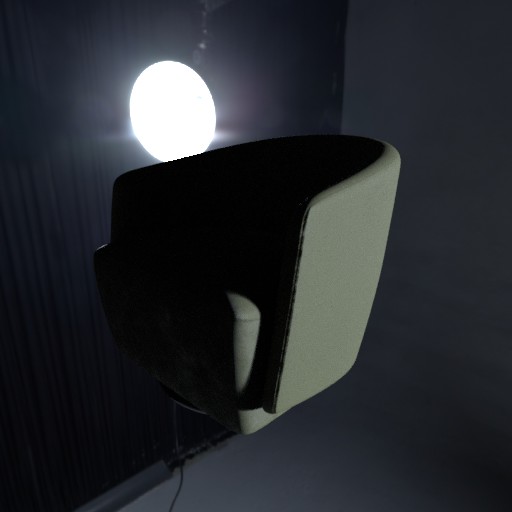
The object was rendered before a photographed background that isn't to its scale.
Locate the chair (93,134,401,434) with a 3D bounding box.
[{"bbox_3d":[0.000,0.000,1.327,0.767,0.698,0.773,-15,22,-42],"label":"chair"}]
